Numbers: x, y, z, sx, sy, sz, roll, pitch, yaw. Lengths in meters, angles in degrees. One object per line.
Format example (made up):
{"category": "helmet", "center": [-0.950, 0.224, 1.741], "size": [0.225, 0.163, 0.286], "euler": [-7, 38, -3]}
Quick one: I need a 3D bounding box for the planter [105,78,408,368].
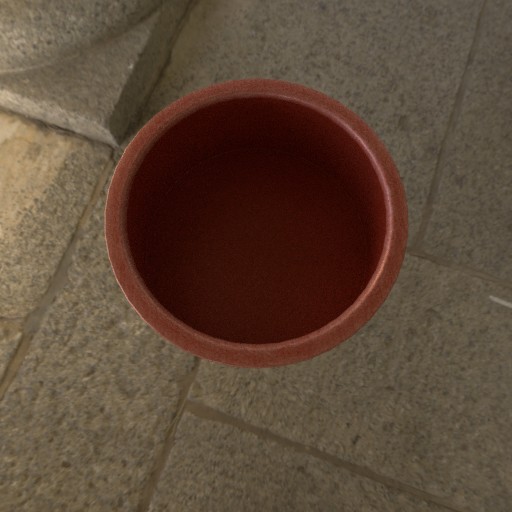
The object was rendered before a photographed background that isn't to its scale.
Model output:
{"category": "planter", "center": [0.000, 0.000, 0.722], "size": [0.345, 0.465, 0.354], "euler": [-9, 77, -2]}
